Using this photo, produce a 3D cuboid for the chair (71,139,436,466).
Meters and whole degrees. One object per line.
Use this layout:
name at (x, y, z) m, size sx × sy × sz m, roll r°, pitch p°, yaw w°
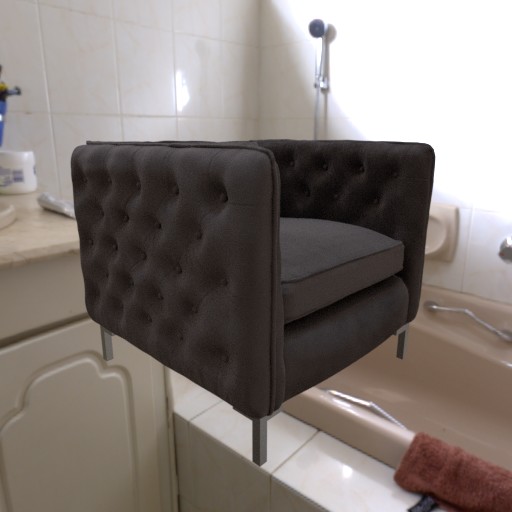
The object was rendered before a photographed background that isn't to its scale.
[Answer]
chair at (0.000, 0.000, 1.601) m, size 0.913 × 0.807 × 0.946 m, roll 15°, pitch 21°, yaw 42°
